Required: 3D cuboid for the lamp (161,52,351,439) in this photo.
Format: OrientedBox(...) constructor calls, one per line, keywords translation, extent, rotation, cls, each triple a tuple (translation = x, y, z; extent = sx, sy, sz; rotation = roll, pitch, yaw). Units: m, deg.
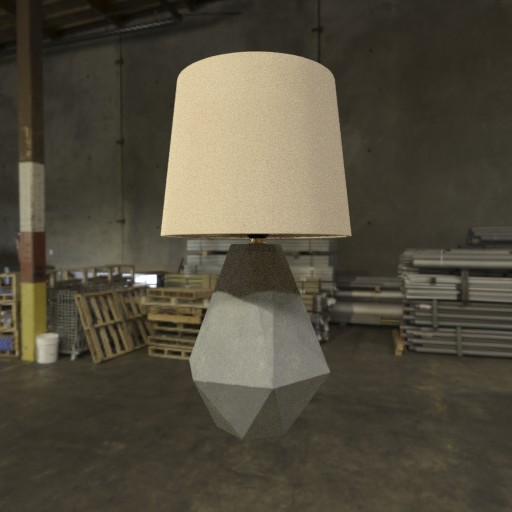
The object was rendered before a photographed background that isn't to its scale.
OrientedBox(translation=(0.000, 0.000, 0.657), extent=(0.276, 0.501, 0.276), rotation=(0, 1, 0), cls="lamp")
